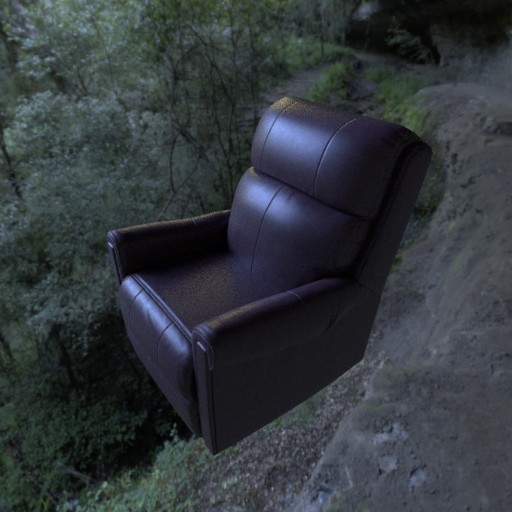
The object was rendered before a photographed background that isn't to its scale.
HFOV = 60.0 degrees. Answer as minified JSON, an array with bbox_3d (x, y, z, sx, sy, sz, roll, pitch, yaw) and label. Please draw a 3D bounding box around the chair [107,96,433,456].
[{"bbox_3d":[0.000,0.000,1.770,1.014,1.054,0.838,-21,38,-30],"label":"chair"}]
